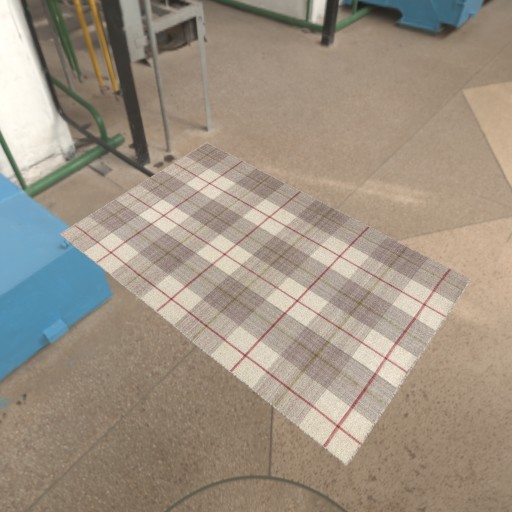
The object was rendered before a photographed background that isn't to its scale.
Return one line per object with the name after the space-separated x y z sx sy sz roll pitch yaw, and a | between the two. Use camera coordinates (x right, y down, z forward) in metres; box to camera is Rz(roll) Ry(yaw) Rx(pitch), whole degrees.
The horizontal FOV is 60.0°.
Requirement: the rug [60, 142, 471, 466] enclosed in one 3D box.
0.000 0.000 3.082 2.464 0.010 1.549 32 55 26 | rug
